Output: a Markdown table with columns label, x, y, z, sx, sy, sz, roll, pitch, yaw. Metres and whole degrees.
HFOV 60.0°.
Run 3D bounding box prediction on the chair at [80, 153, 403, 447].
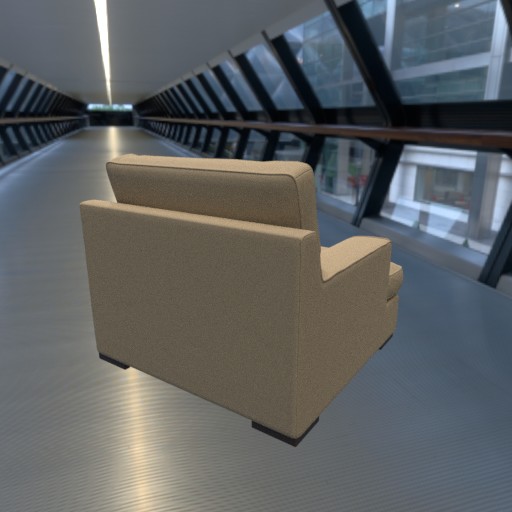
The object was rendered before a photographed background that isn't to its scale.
| label | x | y | z | sx | sy | sz | roll | pitch | yaw |
| --- | --- | --- | --- | --- | --- | --- | --- | --- | --- |
| chair | 0.000 | 0.000 | 2.208 | 1.293 | 1.005 | 1.274 | 8 | 18 | 26 |
